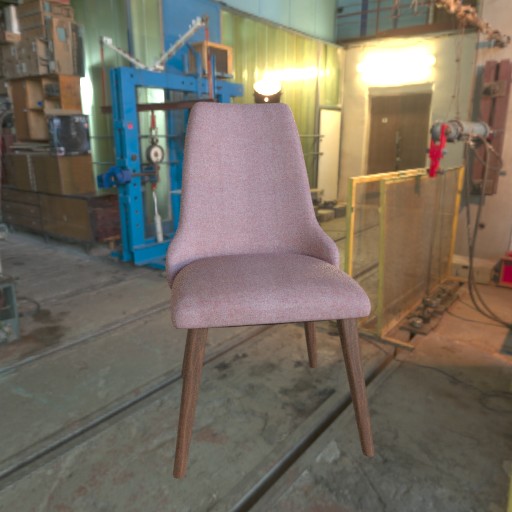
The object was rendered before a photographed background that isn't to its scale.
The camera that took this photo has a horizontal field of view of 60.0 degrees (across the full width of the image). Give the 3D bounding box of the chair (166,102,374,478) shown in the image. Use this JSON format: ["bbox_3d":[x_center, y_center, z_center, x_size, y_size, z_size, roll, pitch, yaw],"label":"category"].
[{"bbox_3d":[0.000,0.000,1.333,0.535,0.918,0.707,-2,15,-8],"label":"chair"}]
